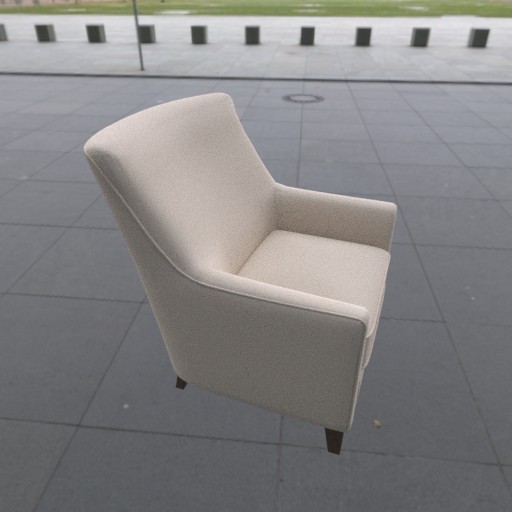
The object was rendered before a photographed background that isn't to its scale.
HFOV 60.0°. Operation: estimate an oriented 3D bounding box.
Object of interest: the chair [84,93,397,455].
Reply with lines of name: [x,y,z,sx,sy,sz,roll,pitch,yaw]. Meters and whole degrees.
chair: [0.000,0.000,1.533,0.879,0.916,0.756,11,33,18]
